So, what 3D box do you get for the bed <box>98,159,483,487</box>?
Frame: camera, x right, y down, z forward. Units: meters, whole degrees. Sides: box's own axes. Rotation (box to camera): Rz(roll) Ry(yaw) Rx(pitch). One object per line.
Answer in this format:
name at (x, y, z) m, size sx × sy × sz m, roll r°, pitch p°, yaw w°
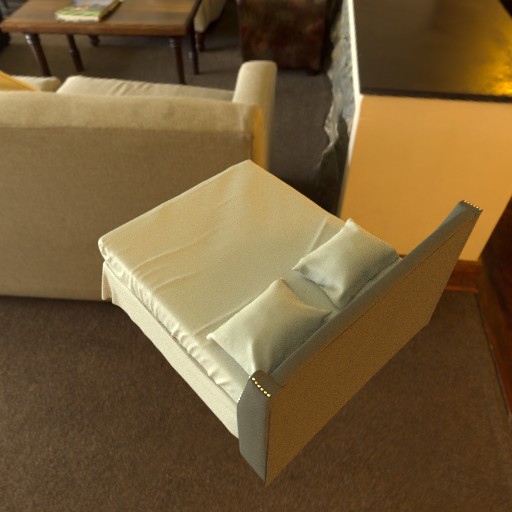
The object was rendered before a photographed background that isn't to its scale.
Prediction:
bed at (0.000, 0.000, 3.431) m, size 1.925 × 1.332 × 2.276 m, roll -34°, pitch 56°, yaw -27°
